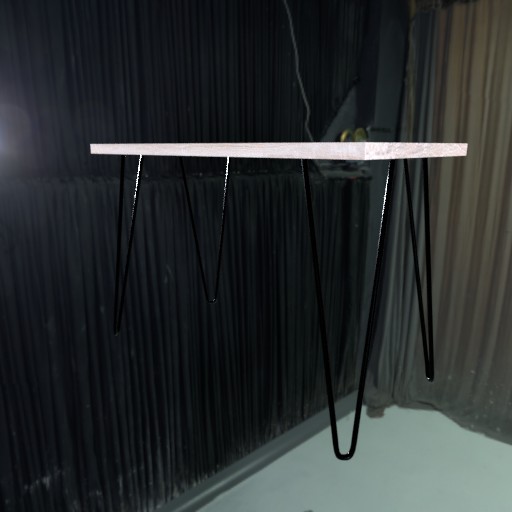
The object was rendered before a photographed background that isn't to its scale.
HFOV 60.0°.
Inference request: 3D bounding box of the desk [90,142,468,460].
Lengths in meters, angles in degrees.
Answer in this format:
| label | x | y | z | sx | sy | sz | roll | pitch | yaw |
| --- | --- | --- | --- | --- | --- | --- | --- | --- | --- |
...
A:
| label | x | y | z | sx | sy | sz | roll | pitch | yaw |
| --- | --- | --- | --- | --- | --- | --- | --- | --- | --- |
| desk | 0.000 | 0.000 | 1.346 | 0.991 | 0.660 | 0.499 | 13 | 19 | 42 |
